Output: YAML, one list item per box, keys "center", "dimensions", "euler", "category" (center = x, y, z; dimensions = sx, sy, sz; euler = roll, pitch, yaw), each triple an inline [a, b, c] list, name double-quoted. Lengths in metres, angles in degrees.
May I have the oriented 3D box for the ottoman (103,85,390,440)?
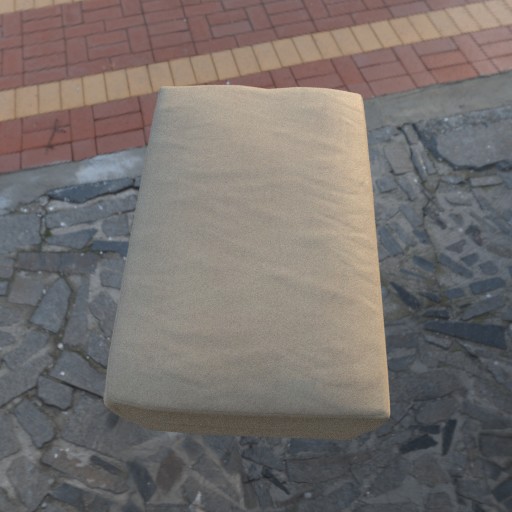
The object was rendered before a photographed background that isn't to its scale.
- center: [0.000, 0.000, 1.170]
  dimensions: [0.590, 0.444, 0.872]
  euler: [2, 64, 1]
  category: "ottoman"
